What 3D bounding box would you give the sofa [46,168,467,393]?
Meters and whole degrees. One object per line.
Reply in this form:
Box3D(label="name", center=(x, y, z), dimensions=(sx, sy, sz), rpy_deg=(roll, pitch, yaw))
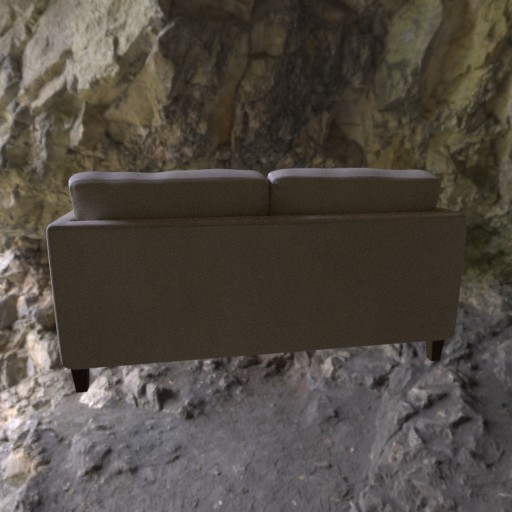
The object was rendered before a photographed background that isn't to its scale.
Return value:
Box3D(label="sofa", center=(0.000, 0.000, 2.370), dimensions=(1.846, 0.940, 0.950), rpy_deg=(-2, 14, -10))
